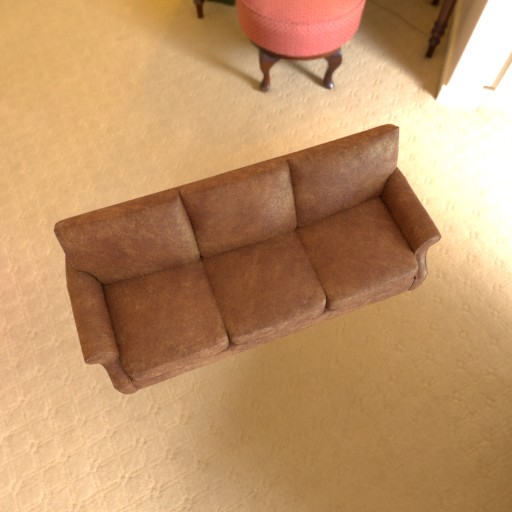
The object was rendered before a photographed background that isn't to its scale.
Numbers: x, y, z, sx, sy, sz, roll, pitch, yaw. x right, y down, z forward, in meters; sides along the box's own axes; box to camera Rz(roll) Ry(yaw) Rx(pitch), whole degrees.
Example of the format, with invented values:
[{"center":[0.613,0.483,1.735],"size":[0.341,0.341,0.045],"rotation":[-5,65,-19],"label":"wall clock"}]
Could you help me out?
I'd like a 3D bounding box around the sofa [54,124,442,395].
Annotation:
[{"center":[0.000,0.000,2.925],"size":[2.351,0.977,0.973],"rotation":[-18,64,-9],"label":"sofa"}]
